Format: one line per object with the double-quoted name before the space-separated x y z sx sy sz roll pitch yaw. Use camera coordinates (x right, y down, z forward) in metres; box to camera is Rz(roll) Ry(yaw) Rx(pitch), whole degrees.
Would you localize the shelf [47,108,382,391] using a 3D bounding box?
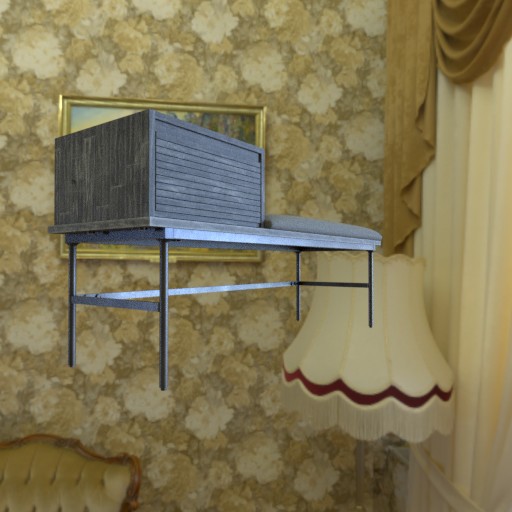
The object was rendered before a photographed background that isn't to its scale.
"shelf" 0.000 0.000 1.625 0.457 0.633 1.342 -1 -1 37
